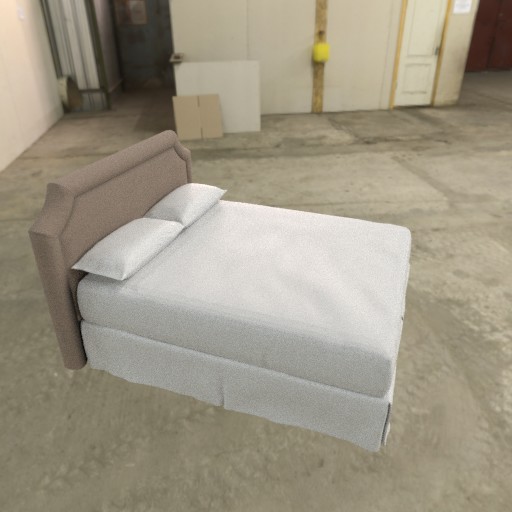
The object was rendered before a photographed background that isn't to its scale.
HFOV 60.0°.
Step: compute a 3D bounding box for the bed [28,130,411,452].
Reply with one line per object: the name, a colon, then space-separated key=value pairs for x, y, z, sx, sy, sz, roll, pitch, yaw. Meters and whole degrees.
bed: x=0.000 y=0.000 z=3.167 sx=2.164 sy=1.303 sz=1.828 roll=10 pitch=31 yaw=18
